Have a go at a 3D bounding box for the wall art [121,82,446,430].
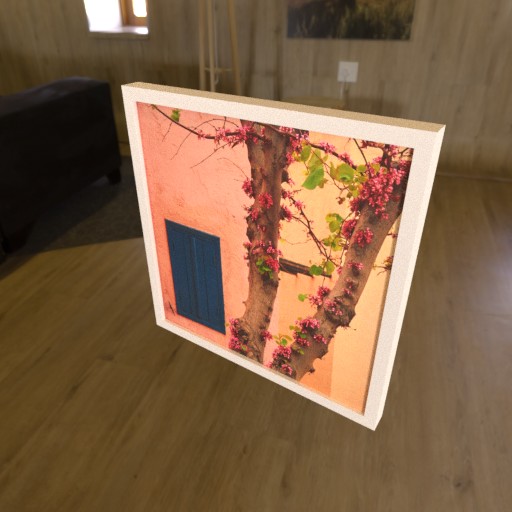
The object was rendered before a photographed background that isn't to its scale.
[{"bbox_3d":[0.000,0.000,0.757,0.507,0.508,0.038,19,36,28],"label":"wall art"}]
